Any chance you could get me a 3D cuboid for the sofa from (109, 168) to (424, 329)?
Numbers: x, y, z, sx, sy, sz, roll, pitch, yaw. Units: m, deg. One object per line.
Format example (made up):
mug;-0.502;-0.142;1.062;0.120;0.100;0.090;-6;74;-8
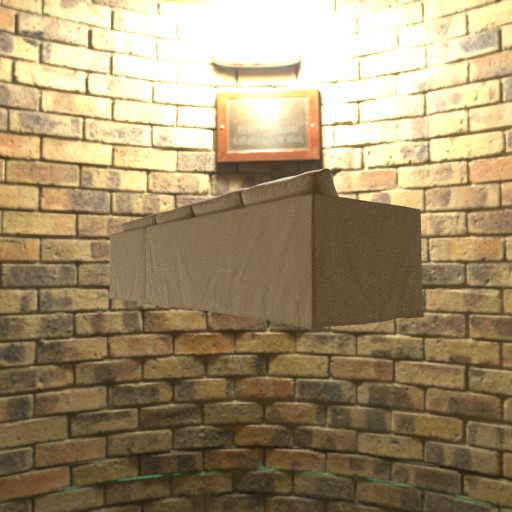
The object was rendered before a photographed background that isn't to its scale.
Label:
sofa;0.000;0.000;3.969;1.622;0.871;3.206;2;-3;-36
